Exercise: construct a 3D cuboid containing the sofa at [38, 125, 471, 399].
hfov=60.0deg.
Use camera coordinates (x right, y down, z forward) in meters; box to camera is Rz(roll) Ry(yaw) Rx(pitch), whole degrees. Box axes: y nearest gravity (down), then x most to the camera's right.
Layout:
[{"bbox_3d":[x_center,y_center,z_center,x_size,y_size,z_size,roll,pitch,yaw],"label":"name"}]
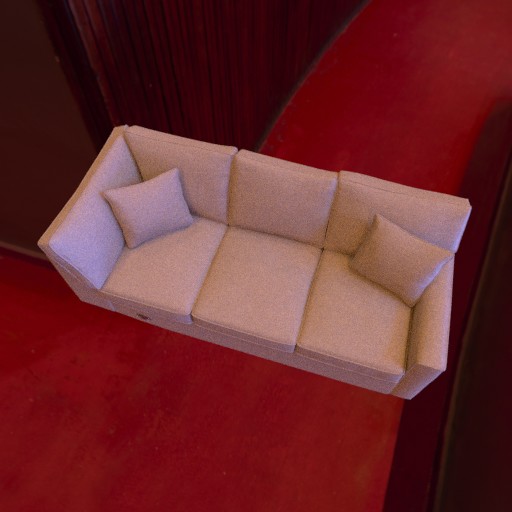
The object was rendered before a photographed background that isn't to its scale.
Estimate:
[{"bbox_3d":[0.000,0.000,2.808,2.317,0.962,1.061,15,59,9],"label":"sofa"}]
